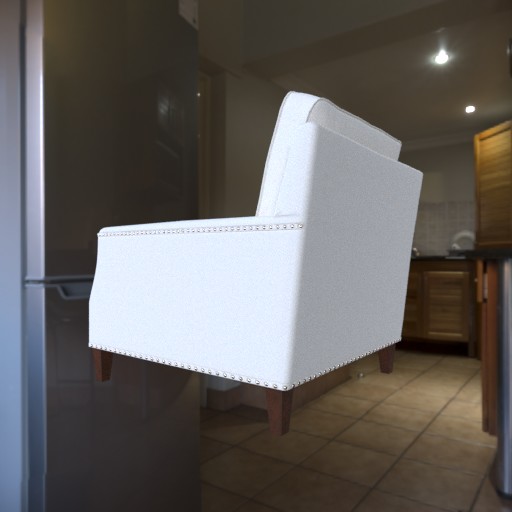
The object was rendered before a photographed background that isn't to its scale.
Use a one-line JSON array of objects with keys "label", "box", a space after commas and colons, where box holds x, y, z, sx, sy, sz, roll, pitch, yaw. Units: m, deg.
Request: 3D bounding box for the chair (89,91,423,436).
[{"label": "chair", "box": [0.000, 0.000, 1.717, 1.014, 0.943, 0.853, 0, 0, 38]}]
